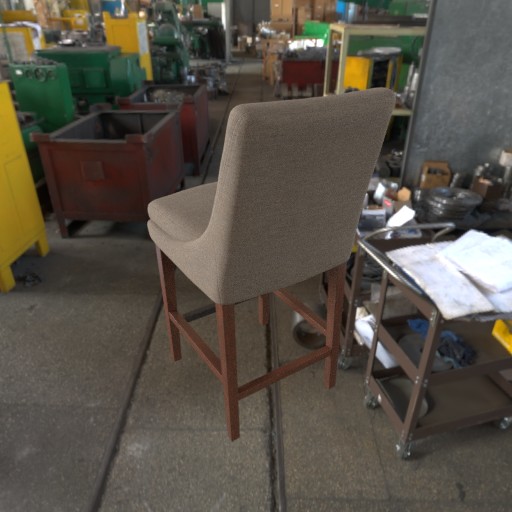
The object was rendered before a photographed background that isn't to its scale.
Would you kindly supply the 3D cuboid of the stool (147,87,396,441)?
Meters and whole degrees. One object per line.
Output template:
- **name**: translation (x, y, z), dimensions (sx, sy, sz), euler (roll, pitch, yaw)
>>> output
- **stool**: translation (0.000, 0.000, 1.323), dimensions (0.470, 0.981, 0.577), euler (-18, 34, -28)
